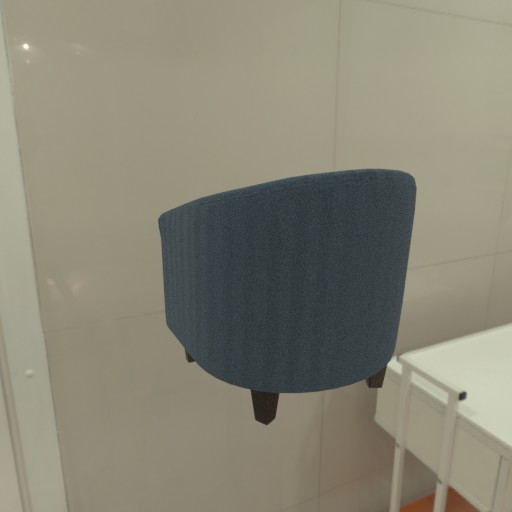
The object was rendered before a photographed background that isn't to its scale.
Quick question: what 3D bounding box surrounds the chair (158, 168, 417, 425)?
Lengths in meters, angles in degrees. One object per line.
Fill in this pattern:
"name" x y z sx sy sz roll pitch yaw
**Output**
"chair" 0.000 0.000 1.767 0.756 0.757 1.288 -8 17 -26
